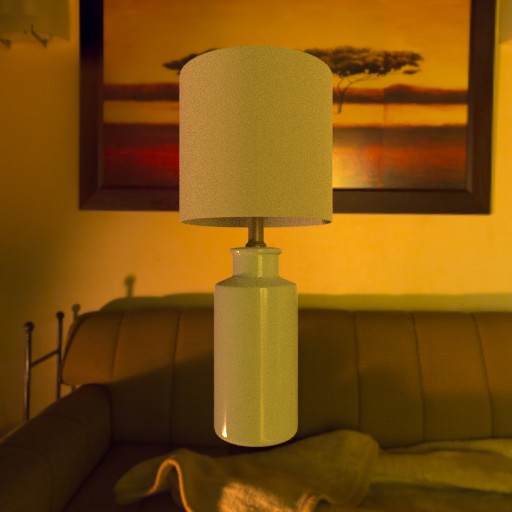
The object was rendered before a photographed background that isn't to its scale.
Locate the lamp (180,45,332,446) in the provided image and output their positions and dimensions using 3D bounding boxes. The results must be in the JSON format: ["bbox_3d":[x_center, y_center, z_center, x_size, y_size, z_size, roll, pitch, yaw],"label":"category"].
[{"bbox_3d":[0.000,0.000,0.624,0.212,0.493,0.212,0,0,-19],"label":"lamp"}]
